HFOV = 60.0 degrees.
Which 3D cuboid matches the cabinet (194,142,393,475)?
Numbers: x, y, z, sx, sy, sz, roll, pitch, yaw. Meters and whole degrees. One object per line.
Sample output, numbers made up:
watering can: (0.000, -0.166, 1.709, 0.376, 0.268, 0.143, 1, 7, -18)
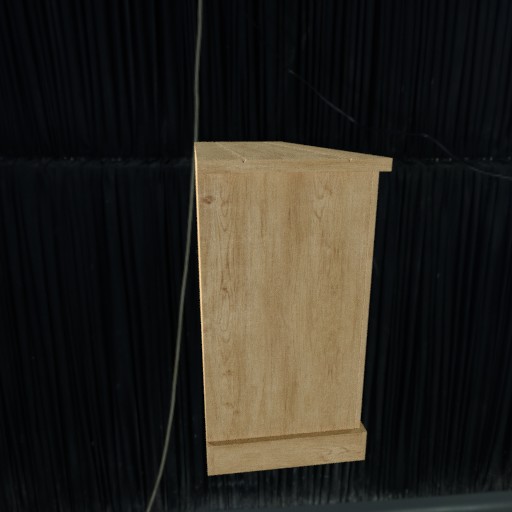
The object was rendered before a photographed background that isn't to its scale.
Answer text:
cabinet: (0.000, 0.000, 1.697, 0.432, 0.810, 1.321, -2, 16, -7)
